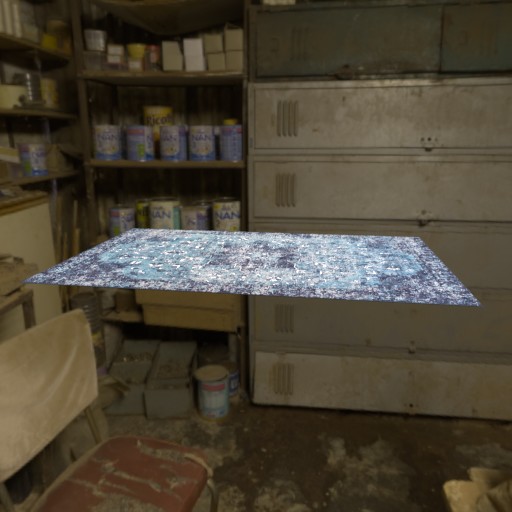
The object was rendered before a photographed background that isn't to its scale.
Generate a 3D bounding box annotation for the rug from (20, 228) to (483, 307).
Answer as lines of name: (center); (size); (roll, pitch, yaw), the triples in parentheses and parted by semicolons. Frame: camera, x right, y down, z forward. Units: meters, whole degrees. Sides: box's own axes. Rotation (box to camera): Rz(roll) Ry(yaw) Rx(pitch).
rug: (0.000, 0.000, 3.030); (2.440, 0.007, 1.525); (2, 15, 8)
